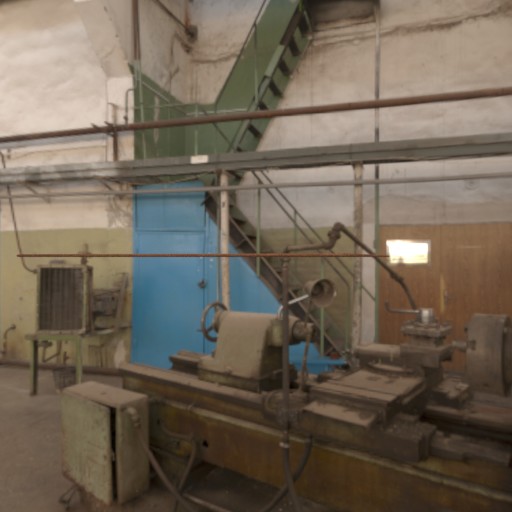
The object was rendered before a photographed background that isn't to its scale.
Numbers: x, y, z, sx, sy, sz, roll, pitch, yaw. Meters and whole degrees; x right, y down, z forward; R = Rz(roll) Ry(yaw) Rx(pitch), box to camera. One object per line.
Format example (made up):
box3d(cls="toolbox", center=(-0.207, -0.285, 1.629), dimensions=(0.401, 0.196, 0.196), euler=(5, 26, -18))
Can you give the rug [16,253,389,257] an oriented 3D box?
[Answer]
box3d(cls="rug", center=(0.000, 0.000, 2.280), dimensions=(1.219, 0.010, 1.829), euler=(0, 0, 20))
